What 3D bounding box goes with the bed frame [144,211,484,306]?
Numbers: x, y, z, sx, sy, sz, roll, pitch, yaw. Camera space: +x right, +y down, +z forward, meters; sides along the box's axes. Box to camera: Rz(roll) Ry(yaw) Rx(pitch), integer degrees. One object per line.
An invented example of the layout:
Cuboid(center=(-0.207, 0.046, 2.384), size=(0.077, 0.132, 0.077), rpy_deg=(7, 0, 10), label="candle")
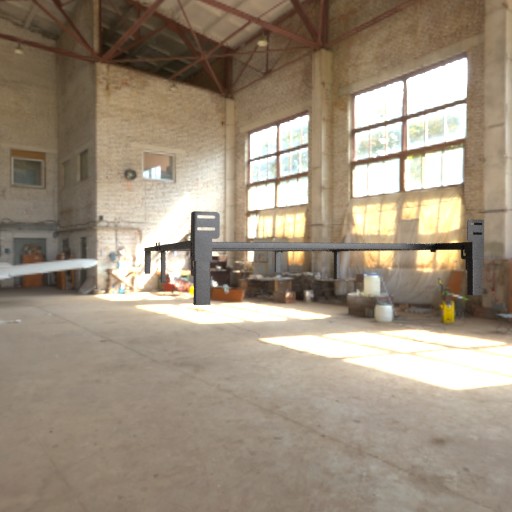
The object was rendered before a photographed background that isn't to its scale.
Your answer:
Cuboid(center=(0.000, 0.000, 2.210), size=(0.968, 0.248, 1.897), rpy_deg=(0, 0, -18), label="bed frame")
